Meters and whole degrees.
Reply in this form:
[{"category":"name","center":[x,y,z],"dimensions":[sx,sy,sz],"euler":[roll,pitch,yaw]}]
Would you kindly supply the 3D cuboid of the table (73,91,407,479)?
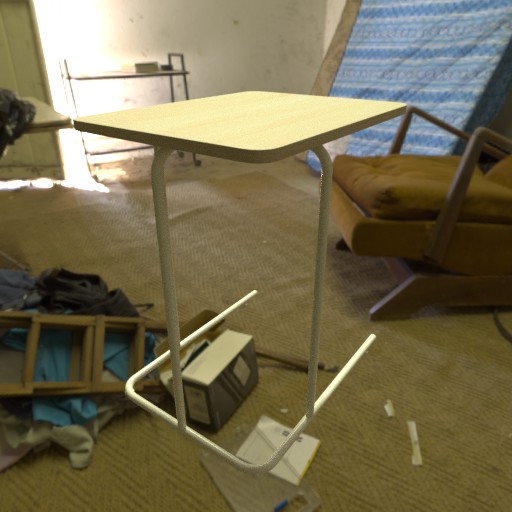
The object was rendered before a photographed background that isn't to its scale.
[{"category":"table","center":[0.000,0.000,0.872],"dimensions":[0.370,0.550,0.480],"euler":[18,31,32]}]
